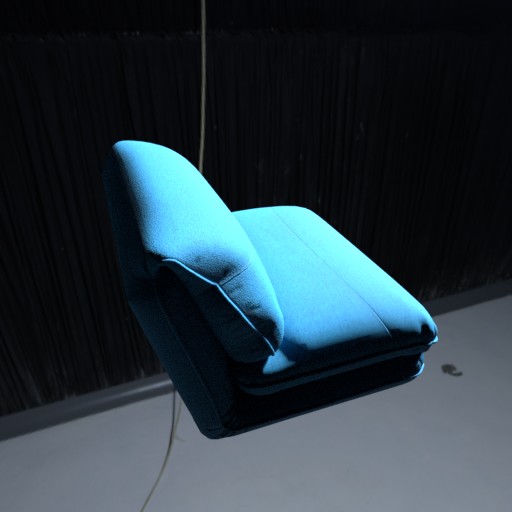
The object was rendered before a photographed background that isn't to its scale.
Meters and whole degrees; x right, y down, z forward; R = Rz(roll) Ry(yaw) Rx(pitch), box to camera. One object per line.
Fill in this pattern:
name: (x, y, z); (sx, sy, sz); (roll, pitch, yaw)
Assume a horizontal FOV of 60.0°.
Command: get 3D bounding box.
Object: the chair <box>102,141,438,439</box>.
chair: (0.000, 0.000, 1.325); (0.780, 0.580, 0.820); (-10, 31, -18)
